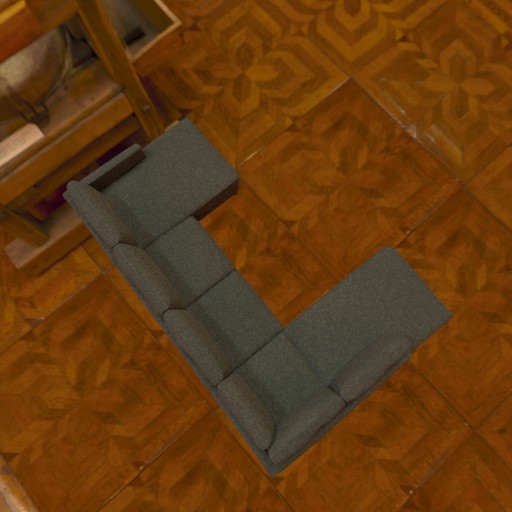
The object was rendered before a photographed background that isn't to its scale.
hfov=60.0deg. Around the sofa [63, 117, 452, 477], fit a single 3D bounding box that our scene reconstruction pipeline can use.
[{"bbox_3d":[0.000,0.000,3.901,2.007,0.813,2.956,-38,79,-9],"label":"sofa"}]
